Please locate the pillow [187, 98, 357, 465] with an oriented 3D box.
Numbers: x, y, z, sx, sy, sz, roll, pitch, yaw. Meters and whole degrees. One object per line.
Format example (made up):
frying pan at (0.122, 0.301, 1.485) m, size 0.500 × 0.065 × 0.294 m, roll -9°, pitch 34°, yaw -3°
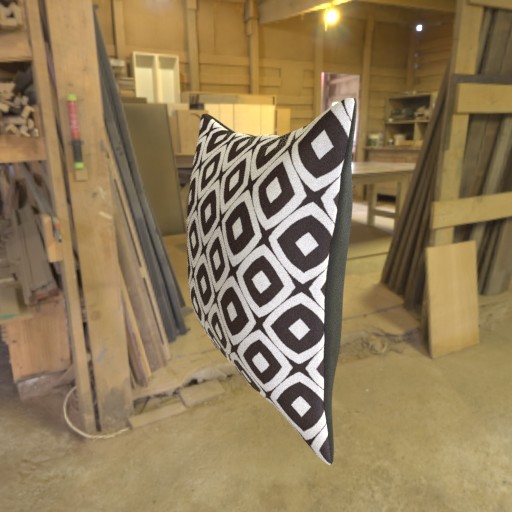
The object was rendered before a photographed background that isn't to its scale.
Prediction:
pillow at (0.000, 0.000, 0.777) m, size 0.188 × 0.494 × 0.504 m, roll -8°, pitch 18°, yaw -25°
